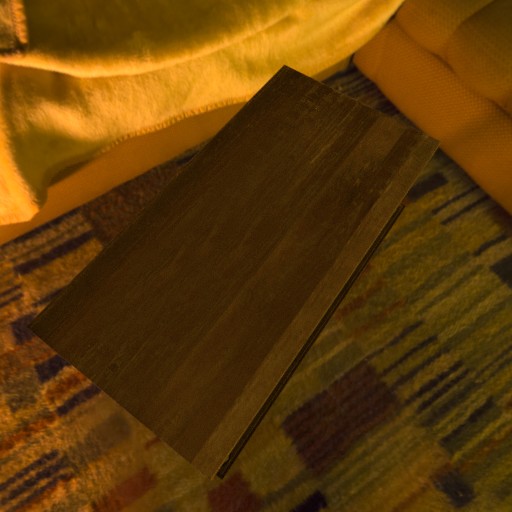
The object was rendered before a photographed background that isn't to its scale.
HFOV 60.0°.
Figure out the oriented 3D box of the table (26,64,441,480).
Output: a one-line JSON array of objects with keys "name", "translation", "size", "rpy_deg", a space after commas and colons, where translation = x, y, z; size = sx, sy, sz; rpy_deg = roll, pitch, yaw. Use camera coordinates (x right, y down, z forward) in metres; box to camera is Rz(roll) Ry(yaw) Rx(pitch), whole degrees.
[{"name": "table", "translation": [0.000, 0.000, 1.337], "size": [0.554, 0.373, 1.088], "rpy_deg": [33, 68, 15]}]
